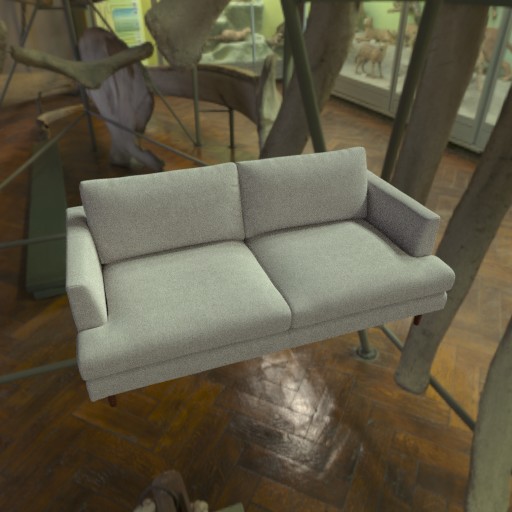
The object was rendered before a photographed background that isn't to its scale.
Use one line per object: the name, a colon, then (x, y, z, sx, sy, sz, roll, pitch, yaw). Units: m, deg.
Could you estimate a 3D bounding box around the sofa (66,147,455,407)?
sofa: (0.000, 0.000, 2.501, 1.948, 0.868, 1.020, -11, 34, -17)
